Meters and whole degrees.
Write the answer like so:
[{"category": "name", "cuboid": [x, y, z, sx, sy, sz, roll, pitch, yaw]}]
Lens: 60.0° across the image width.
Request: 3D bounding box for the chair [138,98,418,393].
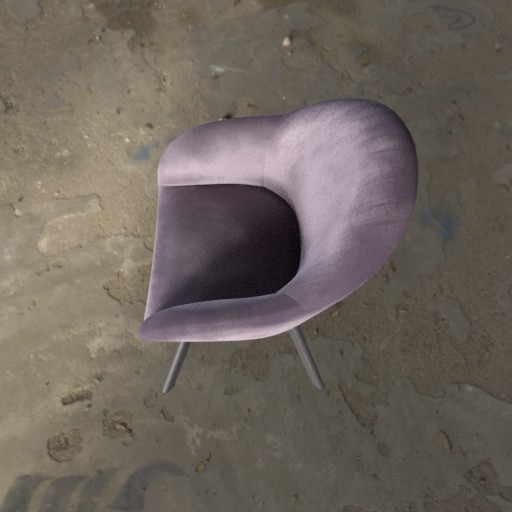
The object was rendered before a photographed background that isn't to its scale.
[{"category": "chair", "cuboid": [0.000, 0.000, 1.141, 0.590, 0.795, 0.550, -1, 59, -1]}]
